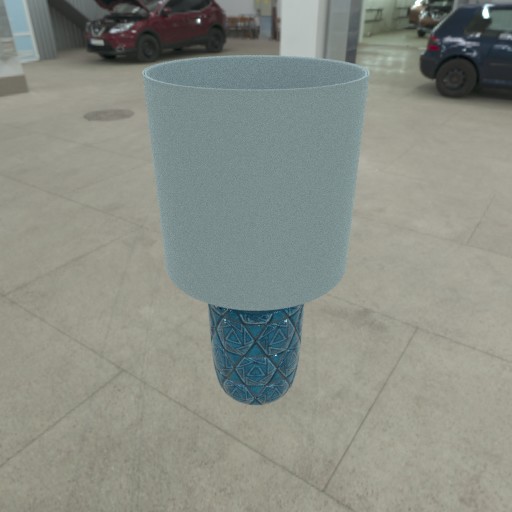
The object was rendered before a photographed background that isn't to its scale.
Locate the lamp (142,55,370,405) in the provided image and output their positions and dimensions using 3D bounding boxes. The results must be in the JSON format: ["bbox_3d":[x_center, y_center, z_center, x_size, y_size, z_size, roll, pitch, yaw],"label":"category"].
[{"bbox_3d":[0.000,0.000,0.480,0.193,0.377,0.193,0,31,-1],"label":"lamp"}]
